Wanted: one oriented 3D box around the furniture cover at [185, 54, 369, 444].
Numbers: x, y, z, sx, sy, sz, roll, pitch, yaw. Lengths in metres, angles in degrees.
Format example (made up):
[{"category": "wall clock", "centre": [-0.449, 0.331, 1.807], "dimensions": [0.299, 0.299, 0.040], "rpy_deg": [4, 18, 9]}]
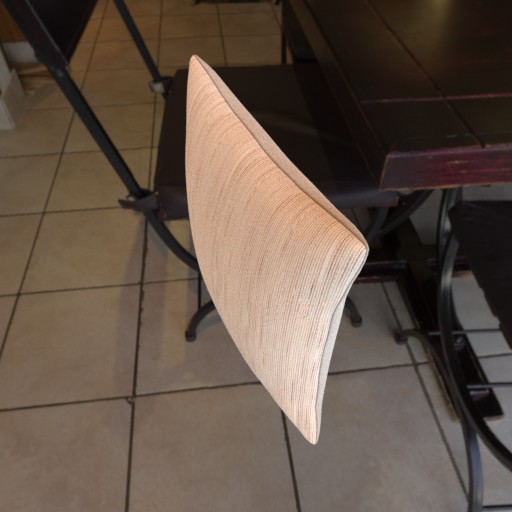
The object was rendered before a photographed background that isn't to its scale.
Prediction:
[{"category": "furniture cover", "centre": [0.000, 0.000, 0.774], "dimensions": [0.178, 0.506, 0.512], "rpy_deg": [-19, 50, -17]}]
